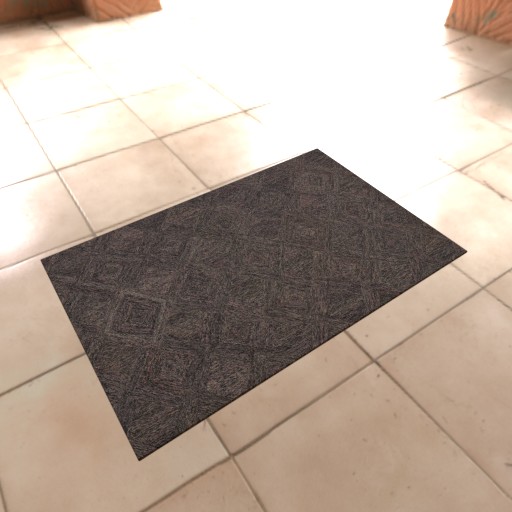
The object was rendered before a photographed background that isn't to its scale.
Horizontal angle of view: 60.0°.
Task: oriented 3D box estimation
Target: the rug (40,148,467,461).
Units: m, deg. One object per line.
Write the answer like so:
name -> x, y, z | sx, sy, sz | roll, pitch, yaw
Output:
rug -> 0.000, 0.000, 2.845 | 2.298, 0.017, 1.501 | -26, 51, -24
